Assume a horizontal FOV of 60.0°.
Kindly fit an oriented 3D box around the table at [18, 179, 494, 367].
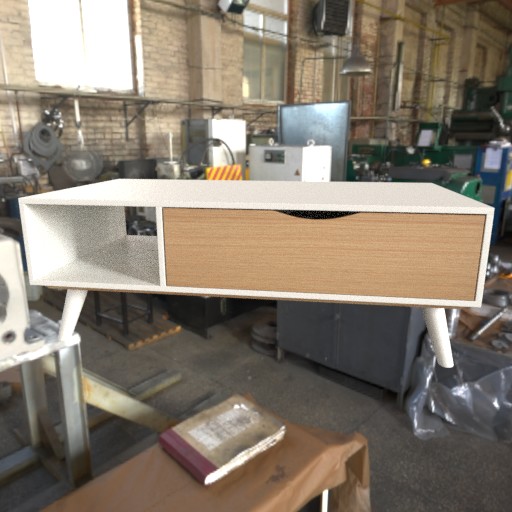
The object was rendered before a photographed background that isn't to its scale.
[{"bbox_3d":[0.000,0.000,1.444,1.194,0.432,0.609,2,15,8],"label":"table"}]
